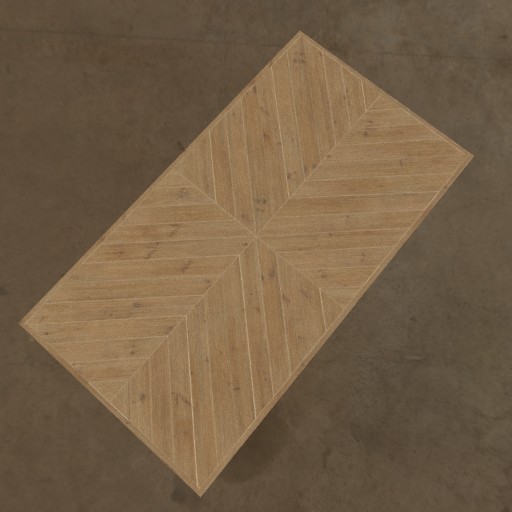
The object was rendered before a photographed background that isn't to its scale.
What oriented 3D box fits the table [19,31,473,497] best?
[{"bbox_3d":[0.000,0.000,2.246,0.991,0.762,1.803,40,80,8],"label":"table"}]
